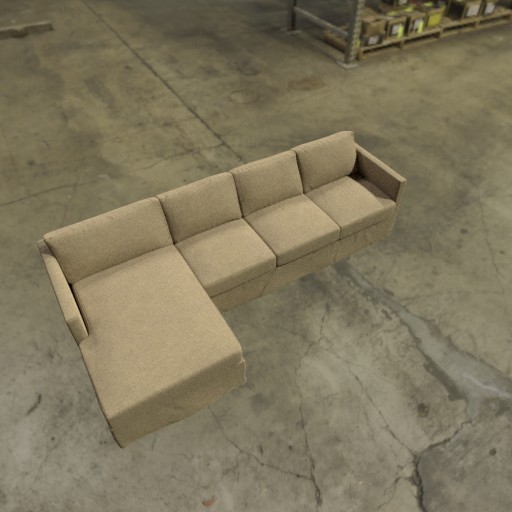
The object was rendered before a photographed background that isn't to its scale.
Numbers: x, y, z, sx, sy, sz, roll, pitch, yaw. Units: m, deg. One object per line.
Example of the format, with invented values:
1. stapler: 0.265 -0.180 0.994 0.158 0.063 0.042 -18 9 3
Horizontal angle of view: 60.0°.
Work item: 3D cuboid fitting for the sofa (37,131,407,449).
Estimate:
1. sofa: 0.000 0.000 3.835 3.198 0.920 1.638 -23 50 -21
